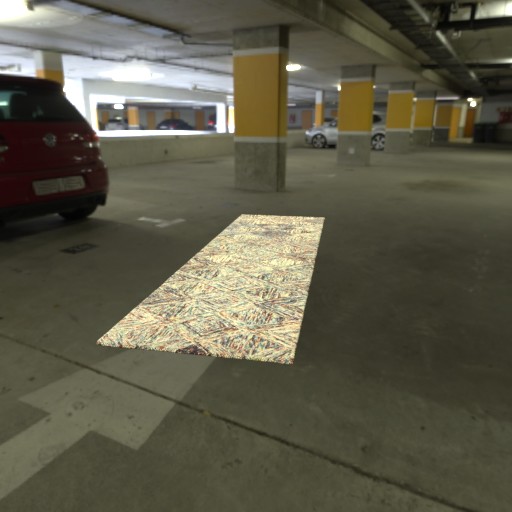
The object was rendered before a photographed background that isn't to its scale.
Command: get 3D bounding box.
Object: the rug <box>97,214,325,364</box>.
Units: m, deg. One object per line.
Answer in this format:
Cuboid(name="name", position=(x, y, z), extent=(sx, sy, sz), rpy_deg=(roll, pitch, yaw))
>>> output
Cuboid(name="rug", position=(0.000, 0.000, 2.546), extent=(0.688, 0.015, 2.292), rpy_deg=(3, 17, 10))
